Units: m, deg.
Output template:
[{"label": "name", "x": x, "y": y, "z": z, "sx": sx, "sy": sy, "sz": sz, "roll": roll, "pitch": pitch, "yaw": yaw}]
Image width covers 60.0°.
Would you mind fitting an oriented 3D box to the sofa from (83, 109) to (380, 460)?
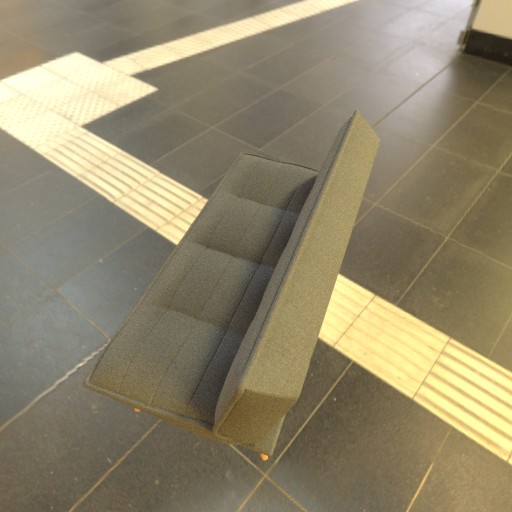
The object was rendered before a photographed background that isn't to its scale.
[{"label": "sofa", "x": 0.000, "y": 0.000, "z": 2.437, "sx": 0.950, "sy": 0.890, "sz": 1.940, "roll": 15, "pitch": 49, "yaw": 14}]
